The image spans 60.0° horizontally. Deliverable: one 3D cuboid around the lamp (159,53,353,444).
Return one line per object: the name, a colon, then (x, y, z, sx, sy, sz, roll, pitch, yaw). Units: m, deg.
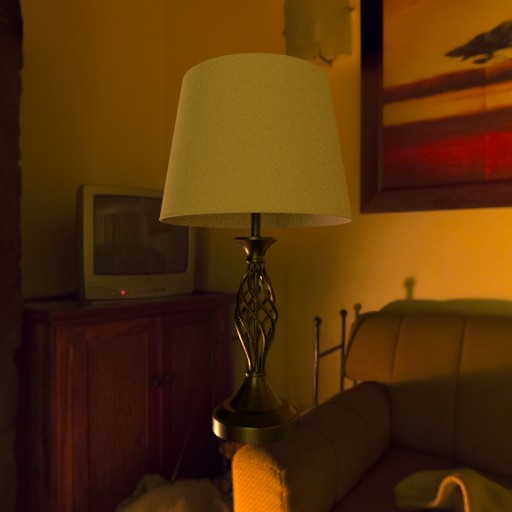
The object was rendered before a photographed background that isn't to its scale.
lamp: (0.000, 0.000, 0.773, 0.331, 0.594, 0.331, 0, 0, 0)
